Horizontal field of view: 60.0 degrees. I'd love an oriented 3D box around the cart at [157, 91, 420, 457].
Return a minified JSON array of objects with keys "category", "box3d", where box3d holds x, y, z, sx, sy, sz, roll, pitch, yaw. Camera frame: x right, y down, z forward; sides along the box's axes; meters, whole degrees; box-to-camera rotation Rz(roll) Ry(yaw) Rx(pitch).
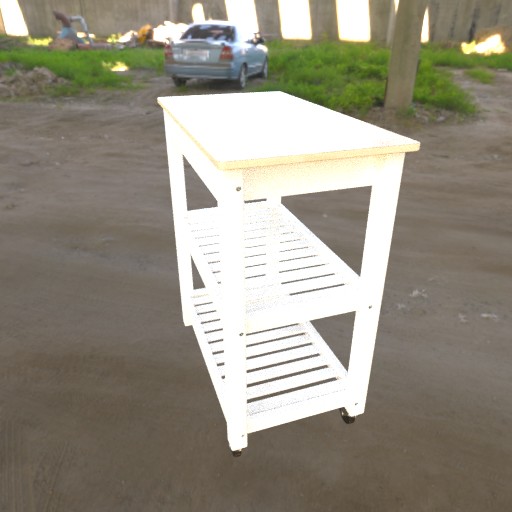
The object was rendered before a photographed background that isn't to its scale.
[{"category":"cart","box3d":[0.000,0.000,1.487,0.457,0.927,0.899,-9,29,-17]}]
